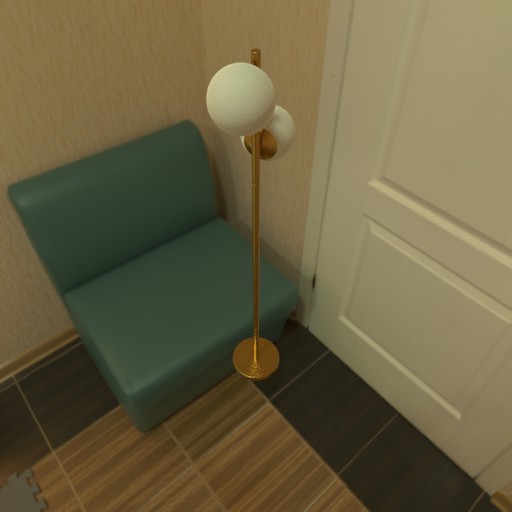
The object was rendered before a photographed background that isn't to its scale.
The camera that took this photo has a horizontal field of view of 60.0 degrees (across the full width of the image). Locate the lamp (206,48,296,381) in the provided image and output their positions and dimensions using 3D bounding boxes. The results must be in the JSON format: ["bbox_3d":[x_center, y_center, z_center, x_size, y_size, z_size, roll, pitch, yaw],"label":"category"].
[{"bbox_3d":[0.000,0.000,1.808,0.249,1.641,0.419,15,48,14],"label":"lamp"}]
